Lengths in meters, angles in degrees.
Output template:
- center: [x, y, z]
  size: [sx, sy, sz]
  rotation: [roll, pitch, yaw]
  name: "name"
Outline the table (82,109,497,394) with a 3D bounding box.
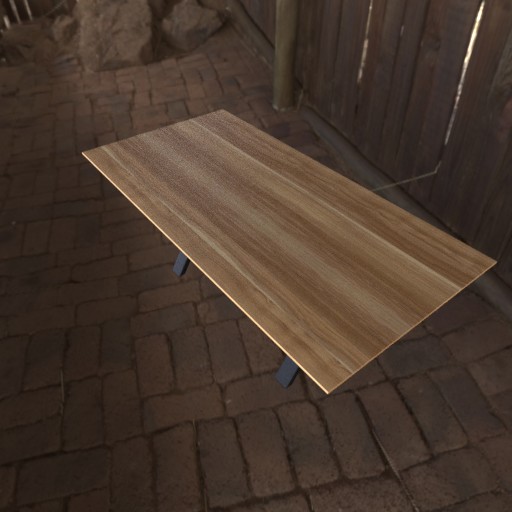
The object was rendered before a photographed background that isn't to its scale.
- center: [0.000, 0.000, 2.470]
  size: [1.000, 0.770, 2.000]
  rotation: [-27, 48, -28]
  name: "table"
